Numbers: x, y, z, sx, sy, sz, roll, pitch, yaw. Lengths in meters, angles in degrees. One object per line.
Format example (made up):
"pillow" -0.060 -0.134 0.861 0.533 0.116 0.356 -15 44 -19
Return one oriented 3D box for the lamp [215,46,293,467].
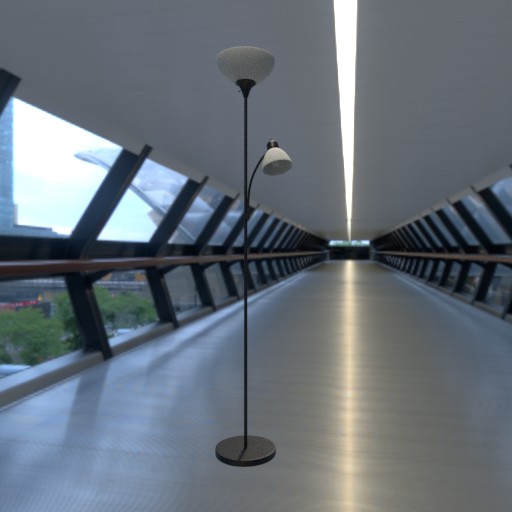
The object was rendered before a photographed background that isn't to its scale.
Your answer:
"lamp" 0.000 0.000 1.964 0.279 1.804 0.442 0 -1 -34
